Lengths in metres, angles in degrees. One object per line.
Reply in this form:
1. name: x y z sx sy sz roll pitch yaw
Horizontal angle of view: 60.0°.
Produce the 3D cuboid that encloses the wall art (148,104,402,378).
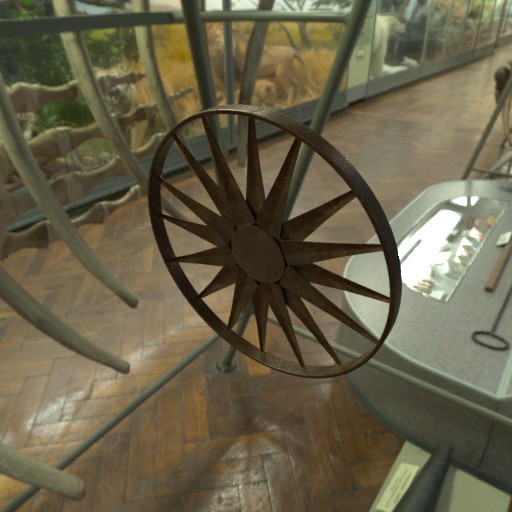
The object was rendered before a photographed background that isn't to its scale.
1. wall art: 0.000 0.000 0.885 0.582 0.583 0.084 20 35 31
